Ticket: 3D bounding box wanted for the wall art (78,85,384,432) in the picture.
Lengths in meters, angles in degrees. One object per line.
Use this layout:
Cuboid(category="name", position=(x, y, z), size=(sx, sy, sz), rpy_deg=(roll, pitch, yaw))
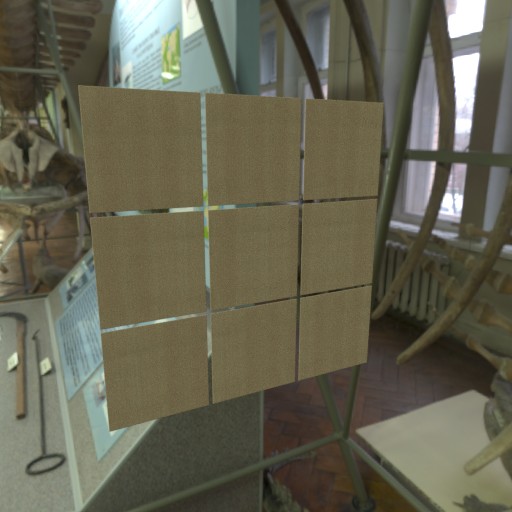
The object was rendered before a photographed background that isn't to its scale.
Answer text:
Cuboid(category="wall art", position=(0.000, 0.000, 2.200), size=(1.517, 1.505, 0.002), rpy_deg=(-7, 15, -26))
